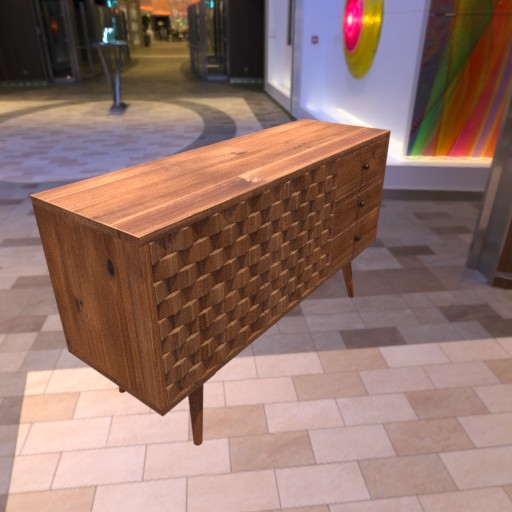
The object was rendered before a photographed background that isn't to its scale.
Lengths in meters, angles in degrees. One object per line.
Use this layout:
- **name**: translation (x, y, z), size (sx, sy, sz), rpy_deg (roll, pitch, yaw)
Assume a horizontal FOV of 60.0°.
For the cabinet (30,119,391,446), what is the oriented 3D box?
- **cabinet**: translation (0.000, 0.000, 1.748), size (0.472, 0.800, 1.400), rpy_deg (19, 33, 32)
